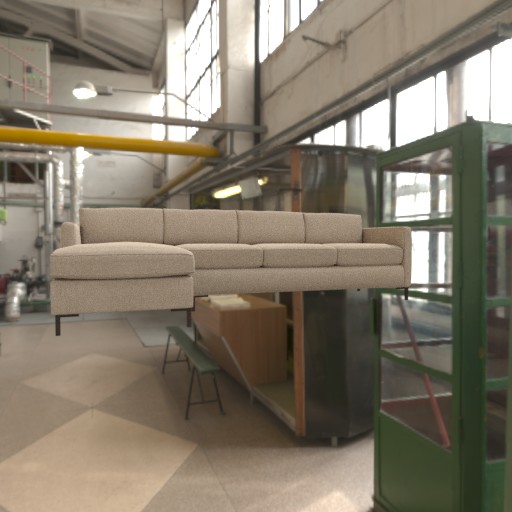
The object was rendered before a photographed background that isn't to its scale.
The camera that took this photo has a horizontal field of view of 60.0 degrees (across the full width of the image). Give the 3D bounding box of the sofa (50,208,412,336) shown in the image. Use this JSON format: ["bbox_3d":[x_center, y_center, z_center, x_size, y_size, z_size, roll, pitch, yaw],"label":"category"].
[{"bbox_3d":[0.000,0.000,3.572,2.923,0.816,1.469,-1,2,-20],"label":"sofa"}]
